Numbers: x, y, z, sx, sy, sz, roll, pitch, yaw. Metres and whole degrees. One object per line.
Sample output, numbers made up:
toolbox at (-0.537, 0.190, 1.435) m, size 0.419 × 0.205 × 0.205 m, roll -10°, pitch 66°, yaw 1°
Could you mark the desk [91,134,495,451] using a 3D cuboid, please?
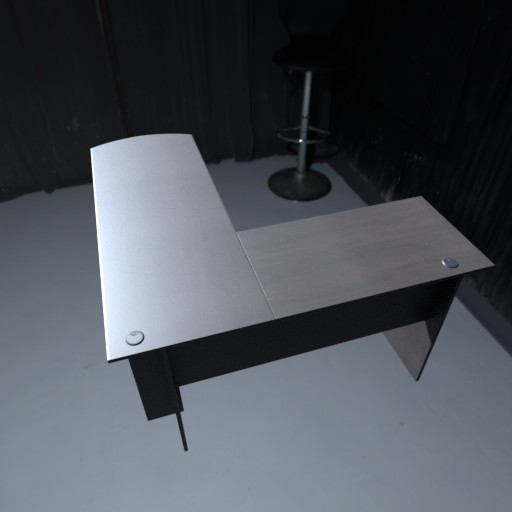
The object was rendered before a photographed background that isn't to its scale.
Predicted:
desk at (0.000, 0.000, 2.107) m, size 1.303 × 0.716 × 1.361 m, roll -12°, pitch 43°, yaw -13°
